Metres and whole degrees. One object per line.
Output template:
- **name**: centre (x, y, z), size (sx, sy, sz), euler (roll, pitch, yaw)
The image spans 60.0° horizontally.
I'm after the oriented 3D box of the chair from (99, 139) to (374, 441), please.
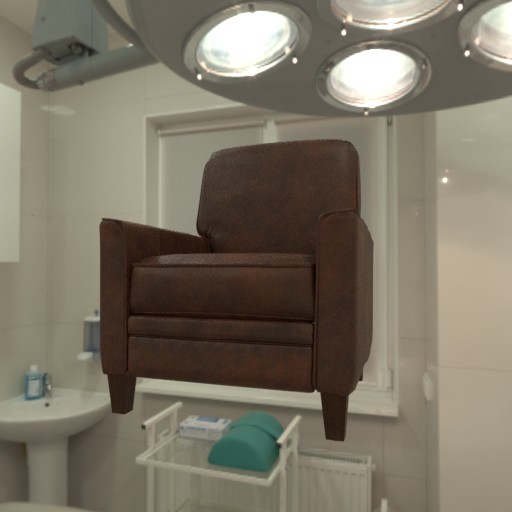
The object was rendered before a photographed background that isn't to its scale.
- **chair**: centre (0.000, 0.000, 1.686), size (0.843, 1.043, 0.836), euler (0, -1, 18)
